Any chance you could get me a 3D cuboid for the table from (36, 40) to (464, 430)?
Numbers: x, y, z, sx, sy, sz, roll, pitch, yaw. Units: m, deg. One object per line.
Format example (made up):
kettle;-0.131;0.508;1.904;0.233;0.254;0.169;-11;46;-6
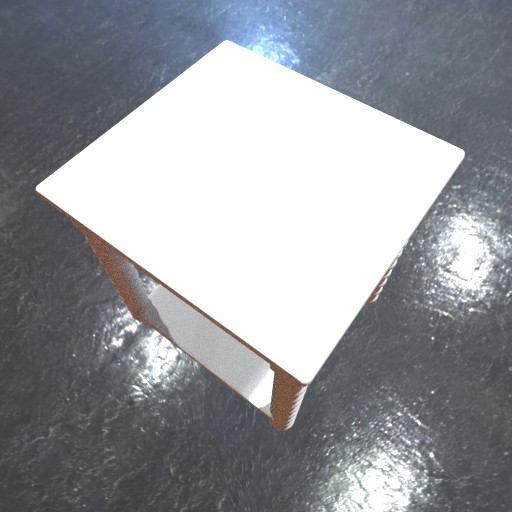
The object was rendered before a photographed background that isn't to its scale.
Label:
table;0.000;0.000;0.980;0.533;0.563;0.500;33;64;18
